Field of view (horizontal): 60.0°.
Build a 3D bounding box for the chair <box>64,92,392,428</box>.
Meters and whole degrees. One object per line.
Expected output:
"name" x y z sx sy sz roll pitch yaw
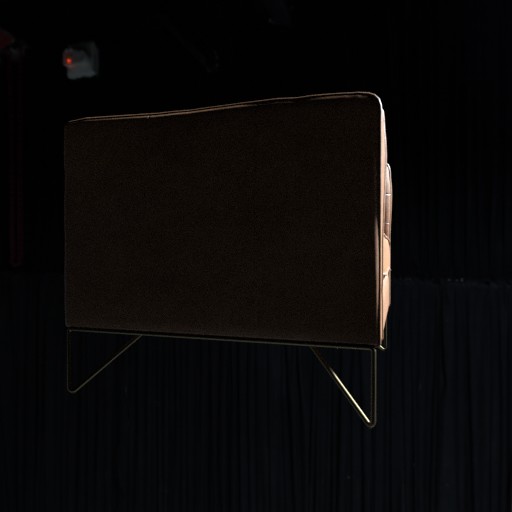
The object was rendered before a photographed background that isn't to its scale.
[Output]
"chair" 0.000 0.000 1.576 0.912 0.797 0.920 0 0 18
